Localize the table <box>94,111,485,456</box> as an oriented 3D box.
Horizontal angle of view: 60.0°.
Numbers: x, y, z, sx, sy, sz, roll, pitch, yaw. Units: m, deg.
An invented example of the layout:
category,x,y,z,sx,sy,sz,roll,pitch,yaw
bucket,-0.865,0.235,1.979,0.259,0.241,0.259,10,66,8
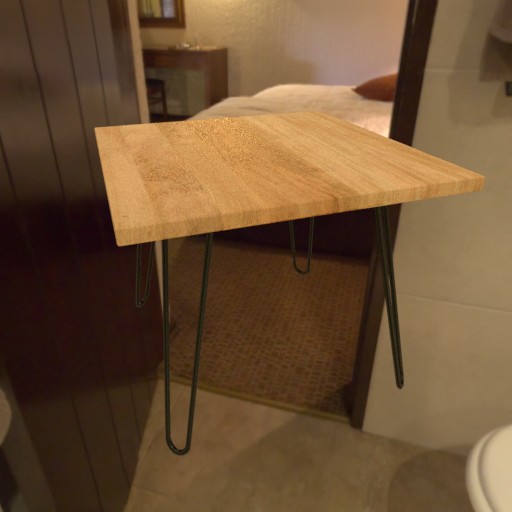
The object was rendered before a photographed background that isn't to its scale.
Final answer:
category,x,y,z,sx,sy,sz,roll,pitch,yaw
table,0.000,0.000,1.016,0.599,0.500,0.599,-10,30,-17
